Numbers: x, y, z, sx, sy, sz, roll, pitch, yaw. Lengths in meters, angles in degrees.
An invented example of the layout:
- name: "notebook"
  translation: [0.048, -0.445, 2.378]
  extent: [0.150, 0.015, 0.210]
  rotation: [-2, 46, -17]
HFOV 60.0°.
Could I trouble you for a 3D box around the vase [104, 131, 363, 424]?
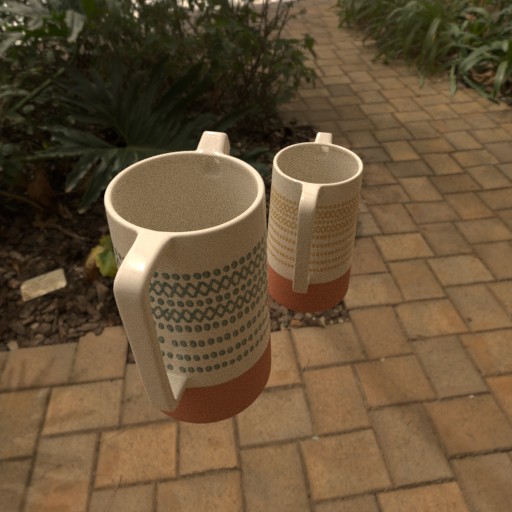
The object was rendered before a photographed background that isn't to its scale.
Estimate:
- name: "vase"
  translation: [0.000, 0.000, 0.458]
  extent: [0.326, 0.247, 0.168]
  rotation: [-26, 47, -27]
